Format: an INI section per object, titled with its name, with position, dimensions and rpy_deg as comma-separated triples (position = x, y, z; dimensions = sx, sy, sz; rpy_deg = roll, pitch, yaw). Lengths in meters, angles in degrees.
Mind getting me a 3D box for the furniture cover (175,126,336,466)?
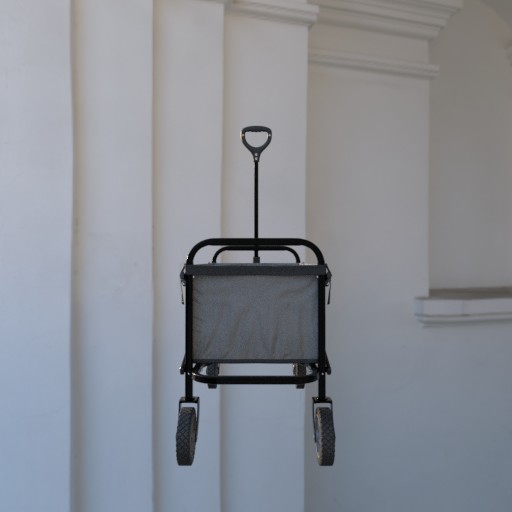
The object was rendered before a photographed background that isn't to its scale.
[furniture cover]
position = 0.000, 0.000, 1.818
dimensions = 0.532, 1.295, 1.038
rpy_deg = 0, 0, 0
